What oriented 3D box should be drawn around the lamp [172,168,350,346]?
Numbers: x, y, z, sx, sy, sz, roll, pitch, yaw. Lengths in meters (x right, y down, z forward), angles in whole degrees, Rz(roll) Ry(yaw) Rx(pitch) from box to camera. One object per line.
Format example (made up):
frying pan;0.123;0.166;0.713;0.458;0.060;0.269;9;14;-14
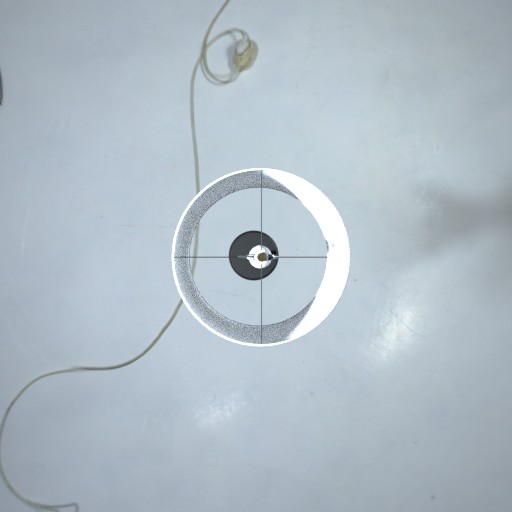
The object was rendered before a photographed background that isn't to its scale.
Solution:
lamp;0.000;0.000;1.745;0.404;1.517;0.404;0;90;-1
